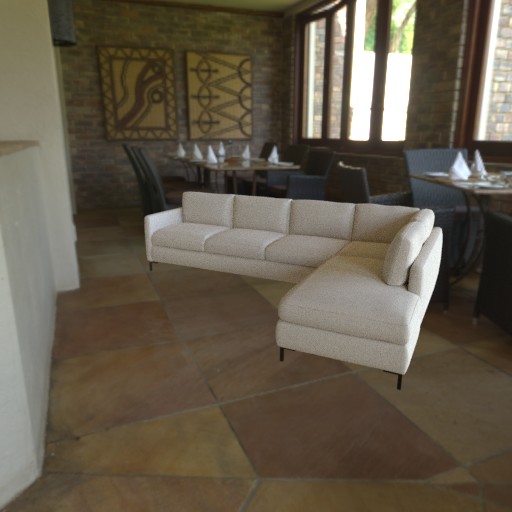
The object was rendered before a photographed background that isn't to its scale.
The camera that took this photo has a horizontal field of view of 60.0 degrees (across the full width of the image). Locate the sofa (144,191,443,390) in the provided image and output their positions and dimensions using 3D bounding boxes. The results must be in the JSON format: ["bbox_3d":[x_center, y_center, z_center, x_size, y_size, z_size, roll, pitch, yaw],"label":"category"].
[{"bbox_3d":[0.000,0.000,3.952,2.949,0.815,2.007,8,17,26],"label":"sofa"}]
